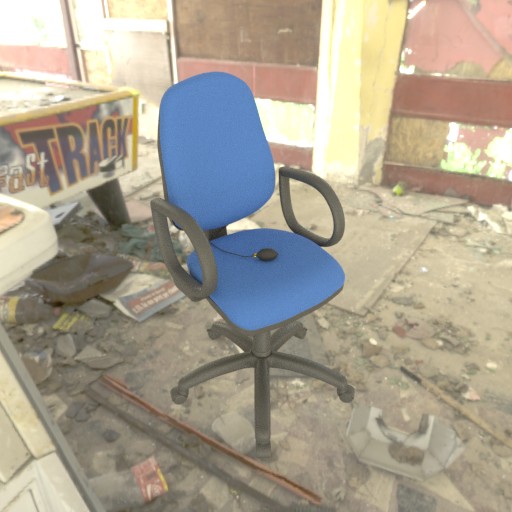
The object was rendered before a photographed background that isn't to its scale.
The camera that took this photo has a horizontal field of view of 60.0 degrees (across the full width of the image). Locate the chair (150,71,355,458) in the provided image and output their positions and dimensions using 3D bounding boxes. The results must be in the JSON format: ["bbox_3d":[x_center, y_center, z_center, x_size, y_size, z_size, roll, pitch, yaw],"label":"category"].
[{"bbox_3d":[0.000,0.000,1.230,0.552,0.905,0.549,-21,35,-32],"label":"chair"}]
